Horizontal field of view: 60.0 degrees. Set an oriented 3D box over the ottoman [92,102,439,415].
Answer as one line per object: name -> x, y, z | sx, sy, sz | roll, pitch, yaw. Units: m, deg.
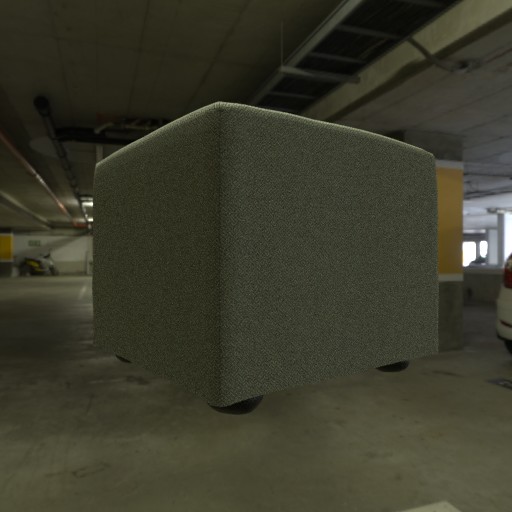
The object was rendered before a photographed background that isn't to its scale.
ottoman -> 0.000, 0.000, 0.903 | 0.512, 0.453, 0.521 | 0, 0, -37
